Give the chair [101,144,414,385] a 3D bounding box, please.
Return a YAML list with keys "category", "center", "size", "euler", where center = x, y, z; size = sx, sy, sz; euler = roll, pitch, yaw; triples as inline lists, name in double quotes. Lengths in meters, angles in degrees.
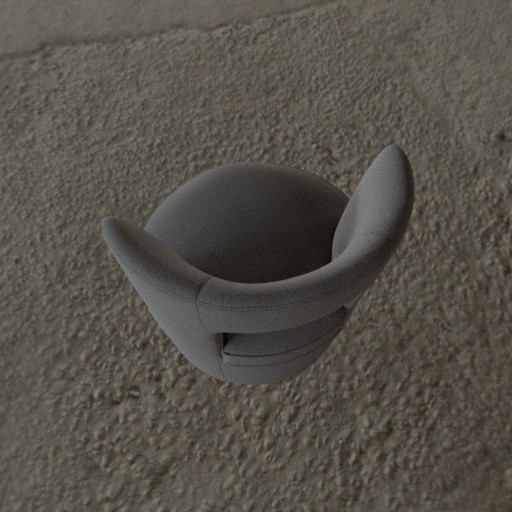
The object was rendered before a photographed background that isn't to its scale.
- category: "chair"
  center: [0.000, 0.000, 1.269]
  size: [0.689, 0.719, 0.660]
  euler: [-16, 60, -10]
